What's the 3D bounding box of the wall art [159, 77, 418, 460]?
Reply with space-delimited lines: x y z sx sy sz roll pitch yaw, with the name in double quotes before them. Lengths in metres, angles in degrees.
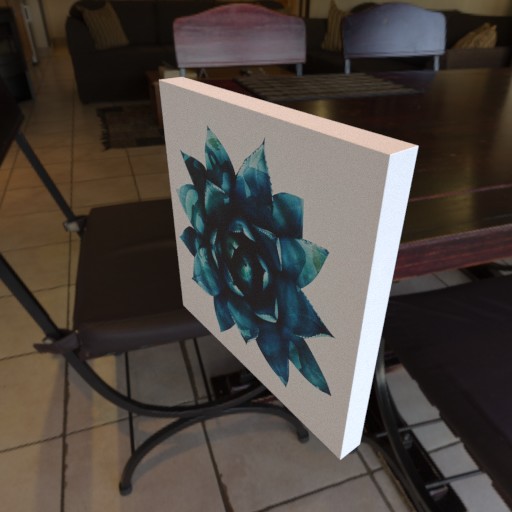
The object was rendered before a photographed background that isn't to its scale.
"wall art" 0.000 0.000 0.612 0.038 0.406 0.406 -22 38 -31
